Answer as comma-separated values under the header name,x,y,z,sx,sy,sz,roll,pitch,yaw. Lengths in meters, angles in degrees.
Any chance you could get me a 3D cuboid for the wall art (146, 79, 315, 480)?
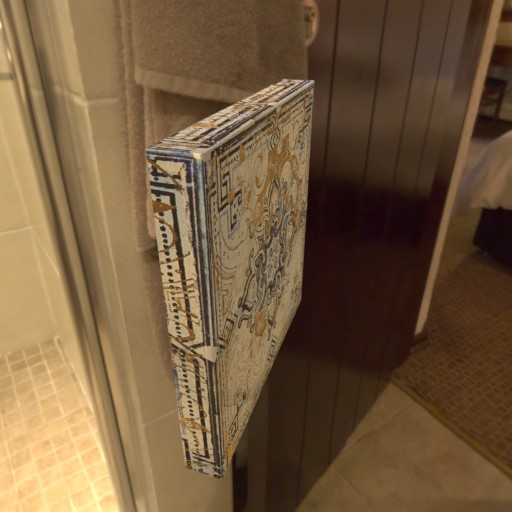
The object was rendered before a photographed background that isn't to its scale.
name,x,y,z,sx,sy,sz,roll,pitch,yaw
wall art,0.000,0.000,0.462,0.038,0.306,0.302,10,31,16
